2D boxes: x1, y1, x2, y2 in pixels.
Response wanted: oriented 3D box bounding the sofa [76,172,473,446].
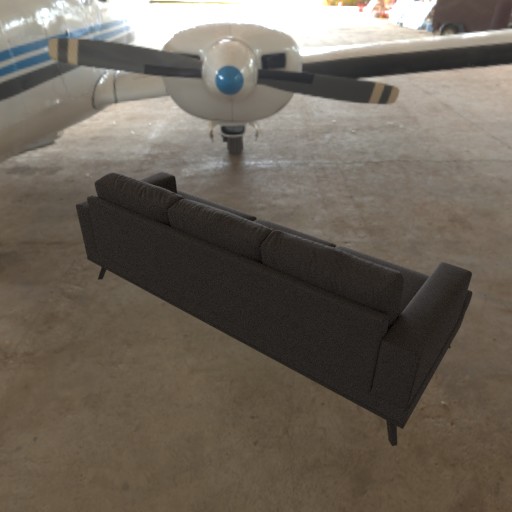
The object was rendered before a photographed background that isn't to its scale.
[{"bbox_3d":[0.000,0.000,2.701,2.310,0.810,0.920,22,38,31],"label":"sofa"}]
